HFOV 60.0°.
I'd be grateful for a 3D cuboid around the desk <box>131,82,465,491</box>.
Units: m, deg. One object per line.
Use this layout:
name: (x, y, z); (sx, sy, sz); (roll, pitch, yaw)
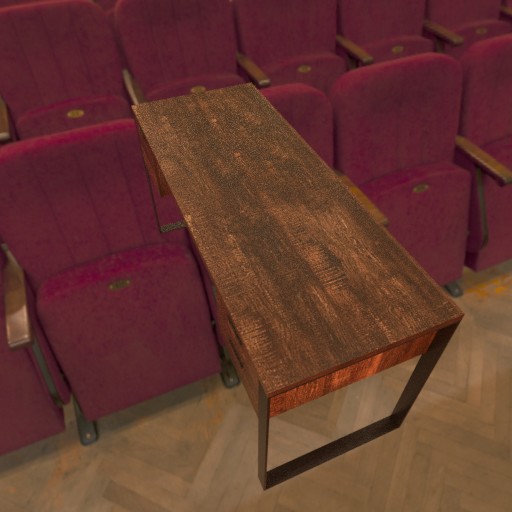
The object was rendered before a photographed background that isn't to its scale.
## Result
desk: (0.000, 0.000, 1.897); (0.599, 0.762, 1.524); (-17, 49, -16)
